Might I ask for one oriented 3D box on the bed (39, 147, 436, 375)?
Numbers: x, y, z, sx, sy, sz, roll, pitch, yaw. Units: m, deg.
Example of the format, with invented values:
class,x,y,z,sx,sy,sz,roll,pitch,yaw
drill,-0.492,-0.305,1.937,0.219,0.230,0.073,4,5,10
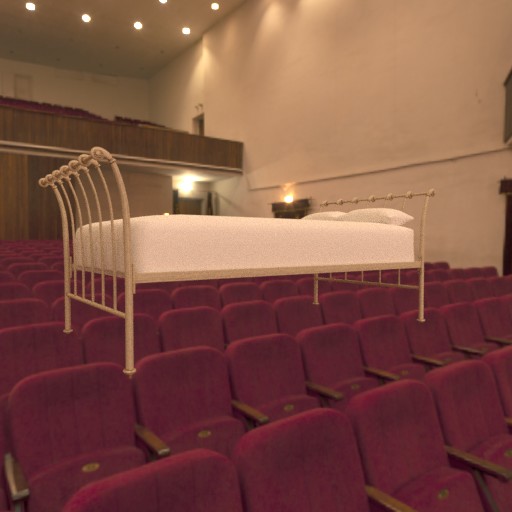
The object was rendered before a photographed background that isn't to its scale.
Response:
class,x,y,z,sx,sy,sz,roll,pitch,yaw
bed,0.000,0.000,2.698,2.228,0.873,1.032,-1,2,-36
